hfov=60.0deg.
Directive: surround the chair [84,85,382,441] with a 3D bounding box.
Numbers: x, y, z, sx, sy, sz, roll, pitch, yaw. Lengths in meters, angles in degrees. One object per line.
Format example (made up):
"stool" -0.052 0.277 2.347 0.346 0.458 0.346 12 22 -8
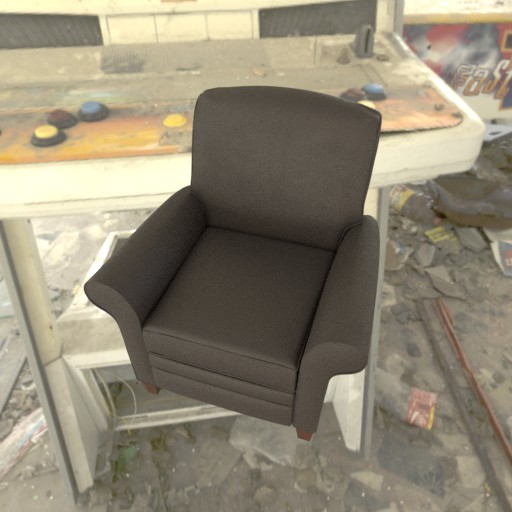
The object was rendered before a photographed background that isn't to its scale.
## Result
"chair" 0.000 0.000 1.779 0.978 1.061 0.902 12 42 14
